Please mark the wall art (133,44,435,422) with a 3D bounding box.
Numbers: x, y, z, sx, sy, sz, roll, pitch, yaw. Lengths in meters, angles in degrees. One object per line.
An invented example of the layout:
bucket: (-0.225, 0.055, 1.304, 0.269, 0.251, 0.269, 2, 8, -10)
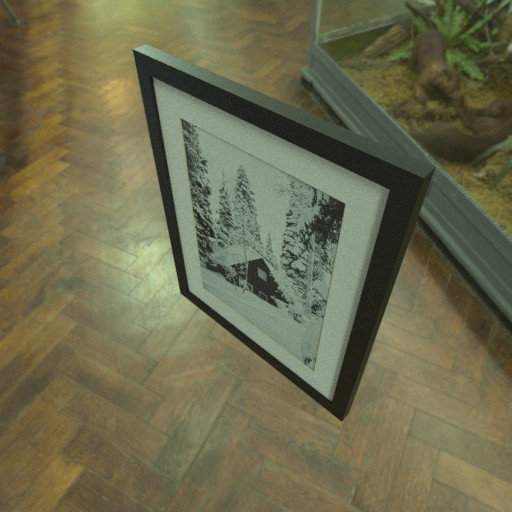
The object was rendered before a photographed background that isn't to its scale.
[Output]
wall art: (0.000, 0.000, 0.526, 0.325, 0.397, 0.018, 33, 55, 28)
